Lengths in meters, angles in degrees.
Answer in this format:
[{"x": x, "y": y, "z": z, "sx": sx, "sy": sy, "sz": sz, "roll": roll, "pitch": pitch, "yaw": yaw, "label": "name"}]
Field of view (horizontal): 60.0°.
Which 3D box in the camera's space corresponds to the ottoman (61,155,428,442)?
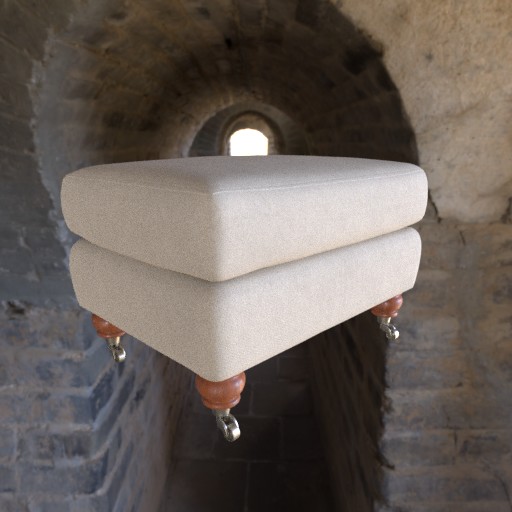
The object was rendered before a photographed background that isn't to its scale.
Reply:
[{"x": 0.000, "y": 0.000, "z": 1.144, "sx": 0.569, "sy": 0.504, "sz": 0.773, "roll": 14, "pitch": 20, "yaw": 43, "label": "ottoman"}]
